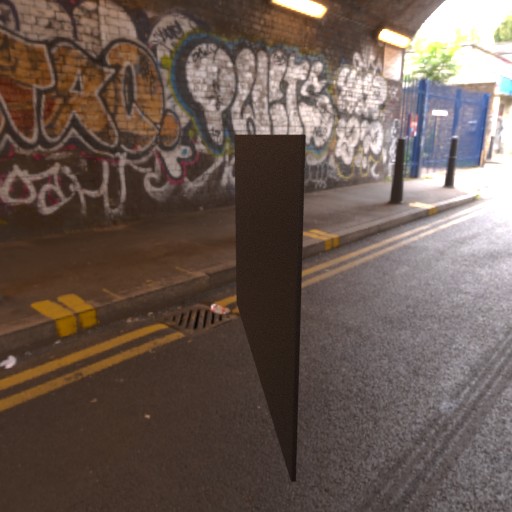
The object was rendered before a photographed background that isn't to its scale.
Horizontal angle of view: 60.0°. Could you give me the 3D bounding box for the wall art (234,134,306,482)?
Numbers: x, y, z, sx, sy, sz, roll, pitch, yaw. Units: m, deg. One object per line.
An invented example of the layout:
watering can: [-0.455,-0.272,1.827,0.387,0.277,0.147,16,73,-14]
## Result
wall art: [0.000,0.000,1.533,0.013,0.811,1.192,-2,16,-8]
